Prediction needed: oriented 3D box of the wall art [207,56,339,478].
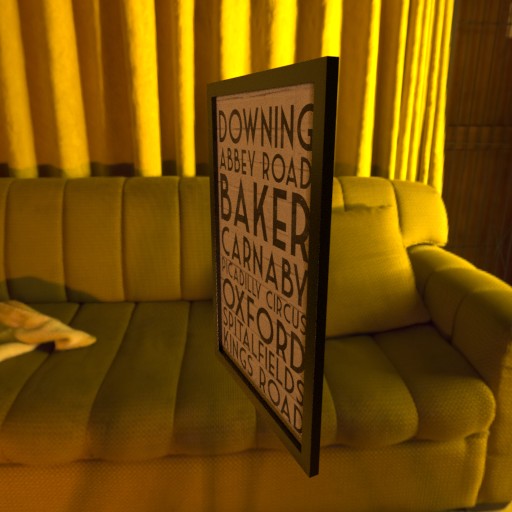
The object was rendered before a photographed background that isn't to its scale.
[{"bbox_3d":[0.000,0.000,0.565,0.013,0.432,0.304,-8,18,-24],"label":"wall art"}]
